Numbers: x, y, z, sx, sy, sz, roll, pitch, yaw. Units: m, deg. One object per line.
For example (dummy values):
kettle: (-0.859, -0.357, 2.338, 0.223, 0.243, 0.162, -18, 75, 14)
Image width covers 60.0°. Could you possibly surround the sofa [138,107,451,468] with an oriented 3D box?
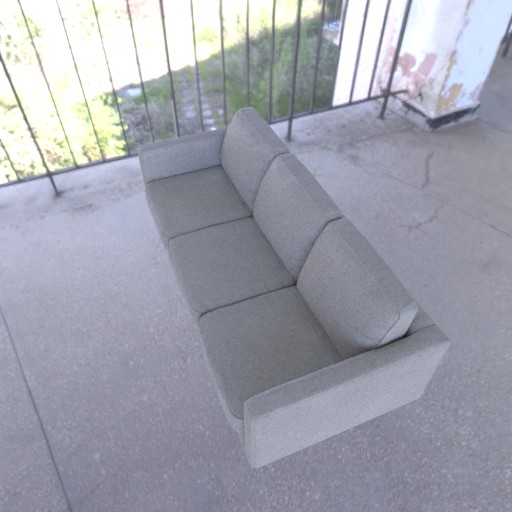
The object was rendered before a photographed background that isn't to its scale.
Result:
sofa: (0.000, 0.000, 2.528, 0.944, 0.918, 1.983, -17, 48, -15)
